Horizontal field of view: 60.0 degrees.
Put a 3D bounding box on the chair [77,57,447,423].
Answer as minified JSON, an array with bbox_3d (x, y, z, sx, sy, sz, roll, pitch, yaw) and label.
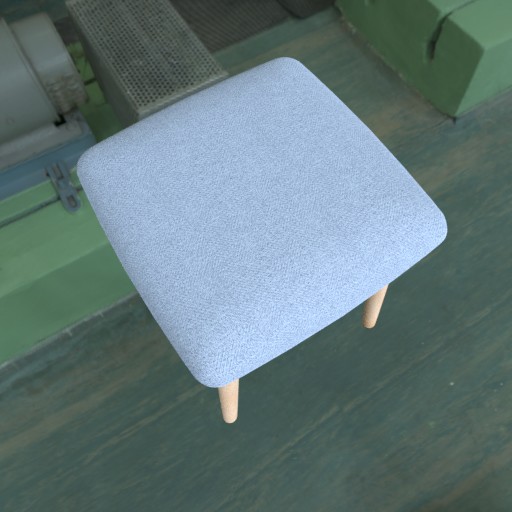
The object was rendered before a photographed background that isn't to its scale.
[{"bbox_3d":[0.000,0.000,0.693,0.350,0.440,0.350,-31,69,-13],"label":"chair"}]
